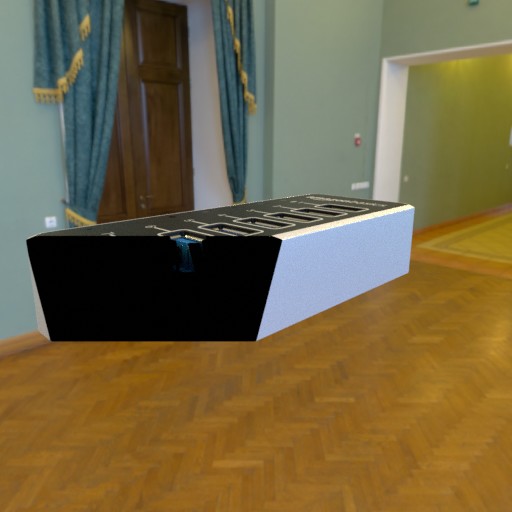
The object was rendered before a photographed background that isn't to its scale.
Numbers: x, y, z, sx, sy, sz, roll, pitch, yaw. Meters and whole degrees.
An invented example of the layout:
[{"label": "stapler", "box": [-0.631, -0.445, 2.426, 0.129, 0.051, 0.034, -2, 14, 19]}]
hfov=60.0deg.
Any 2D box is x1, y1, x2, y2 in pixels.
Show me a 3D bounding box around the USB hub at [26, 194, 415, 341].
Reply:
[{"label": "USB hub", "box": [0.000, 0.000, 0.127, 0.044, 0.023, 0.110, 15, 21, 43]}]
